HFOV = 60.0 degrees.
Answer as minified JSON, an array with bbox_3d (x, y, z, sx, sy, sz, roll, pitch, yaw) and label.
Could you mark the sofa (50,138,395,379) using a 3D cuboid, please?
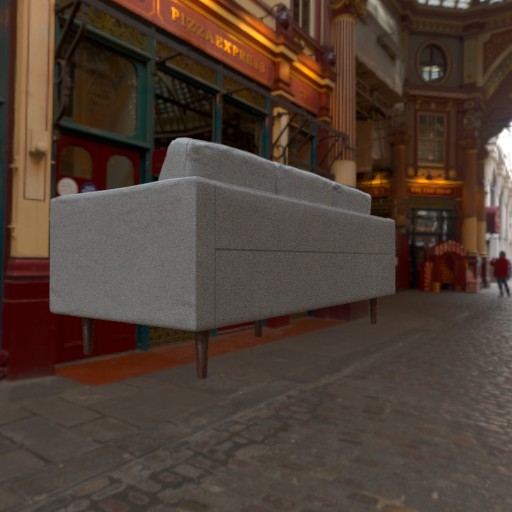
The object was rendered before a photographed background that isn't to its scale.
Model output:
[{"bbox_3d":[0.000,0.000,2.525,0.944,0.918,1.983,0,-1,36],"label":"sofa"}]
